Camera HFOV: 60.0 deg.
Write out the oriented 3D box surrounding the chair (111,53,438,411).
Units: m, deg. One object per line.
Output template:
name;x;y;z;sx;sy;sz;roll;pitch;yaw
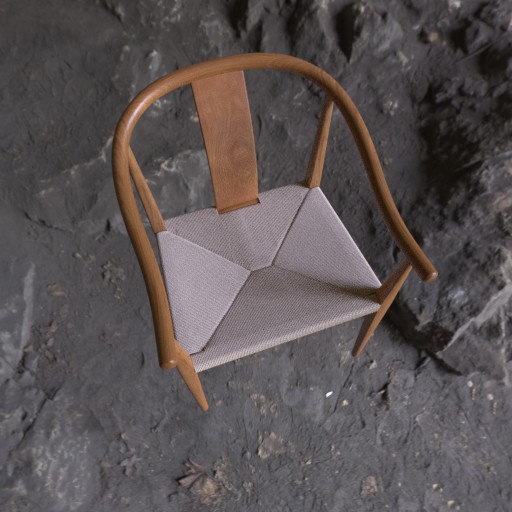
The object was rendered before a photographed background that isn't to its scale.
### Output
chair;0.000;0.000;1.176;0.556;0.800;0.579;-17;63;-9
